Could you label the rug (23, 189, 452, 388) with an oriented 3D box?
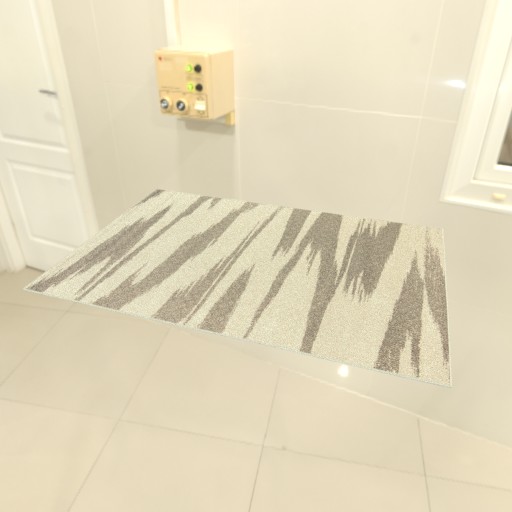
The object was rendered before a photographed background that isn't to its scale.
[{"bbox_3d":[0.000,0.000,2.254,1.827,0.008,1.225,10,33,16],"label":"rug"}]
